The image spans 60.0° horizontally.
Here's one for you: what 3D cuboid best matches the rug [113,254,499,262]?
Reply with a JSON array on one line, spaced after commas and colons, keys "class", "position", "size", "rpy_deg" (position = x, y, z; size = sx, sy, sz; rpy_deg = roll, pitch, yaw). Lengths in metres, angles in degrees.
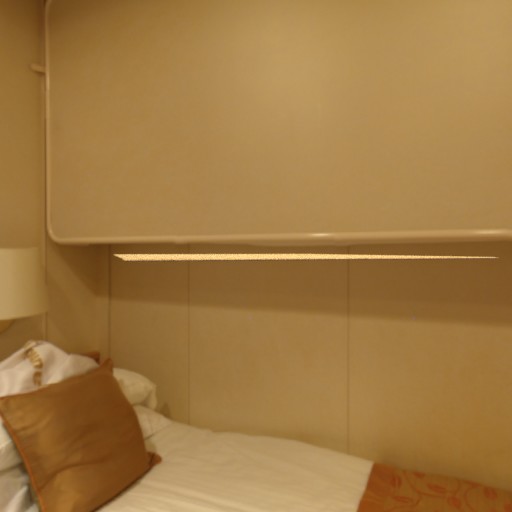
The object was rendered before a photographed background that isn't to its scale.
[{"class": "rug", "position": [0.000, 0.000, 4.015], "size": [2.406, 0.012, 3.034], "rpy_deg": [0, 1, -19]}]
